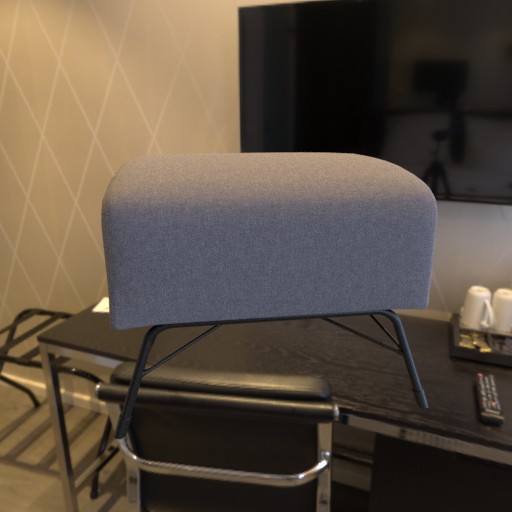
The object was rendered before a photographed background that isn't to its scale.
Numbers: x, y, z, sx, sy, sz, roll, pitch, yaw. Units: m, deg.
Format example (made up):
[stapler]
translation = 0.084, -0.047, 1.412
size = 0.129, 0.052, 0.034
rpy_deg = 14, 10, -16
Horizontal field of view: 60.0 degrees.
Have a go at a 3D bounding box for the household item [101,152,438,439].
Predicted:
[household item]
translation = 0.000, 0.000, 0.916
size = 0.530, 0.410, 0.530
rpy_deg = -3, 18, -8
